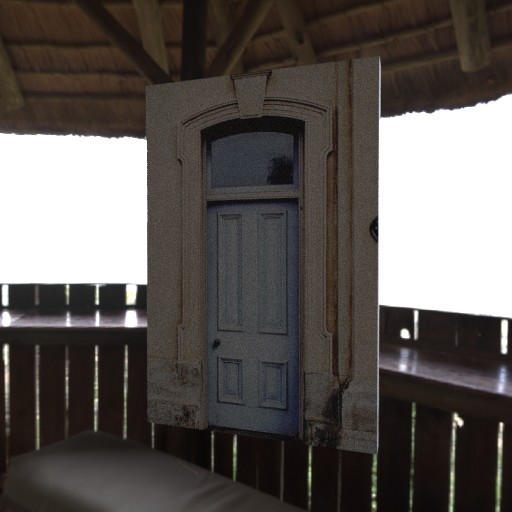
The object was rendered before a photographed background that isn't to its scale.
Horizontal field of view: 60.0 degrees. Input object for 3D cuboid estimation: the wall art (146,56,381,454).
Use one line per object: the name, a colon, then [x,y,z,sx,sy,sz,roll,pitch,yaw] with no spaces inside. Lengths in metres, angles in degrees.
wall art: [0.000,0.000,0.755,0.403,0.607,0.036,0,1,18]
